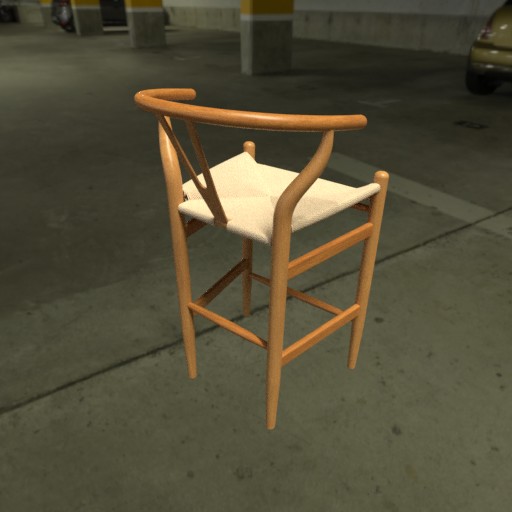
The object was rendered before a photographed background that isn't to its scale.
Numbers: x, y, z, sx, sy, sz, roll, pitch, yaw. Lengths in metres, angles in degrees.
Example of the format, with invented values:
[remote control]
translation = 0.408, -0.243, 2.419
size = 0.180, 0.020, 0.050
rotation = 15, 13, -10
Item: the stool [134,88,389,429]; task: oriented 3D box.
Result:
[stool]
translation = 0.000, 0.000, 1.329
size = 0.569, 0.970, 0.579
rotation = 22, 37, 33
